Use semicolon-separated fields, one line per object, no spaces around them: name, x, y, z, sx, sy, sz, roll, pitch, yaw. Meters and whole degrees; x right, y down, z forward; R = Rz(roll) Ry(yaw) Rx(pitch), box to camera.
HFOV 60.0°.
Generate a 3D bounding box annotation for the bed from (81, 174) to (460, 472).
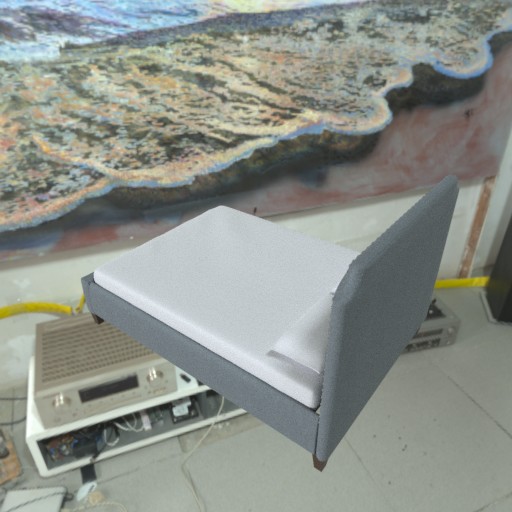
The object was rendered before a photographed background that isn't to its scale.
bed;0.000;0.000;3.449;2.372;1.443;1.712;22;38;31
